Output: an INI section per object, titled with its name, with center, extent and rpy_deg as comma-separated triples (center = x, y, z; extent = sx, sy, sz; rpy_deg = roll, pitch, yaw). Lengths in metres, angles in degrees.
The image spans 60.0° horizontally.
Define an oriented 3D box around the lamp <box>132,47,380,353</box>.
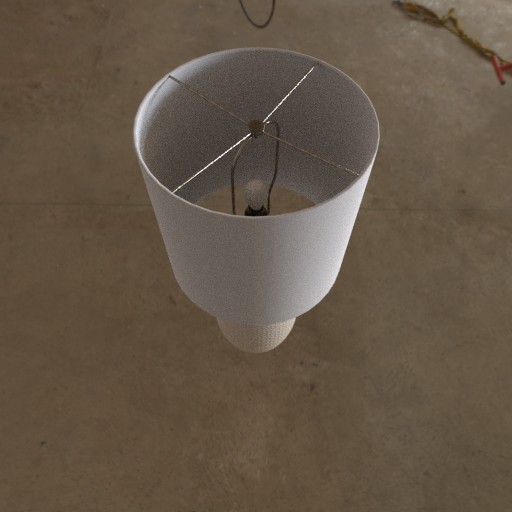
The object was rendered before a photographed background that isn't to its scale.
[lamp]
center = 0.000, 0.000, 0.584
extent = 0.217, 0.453, 0.217
rpy_deg = 33, 64, 19
